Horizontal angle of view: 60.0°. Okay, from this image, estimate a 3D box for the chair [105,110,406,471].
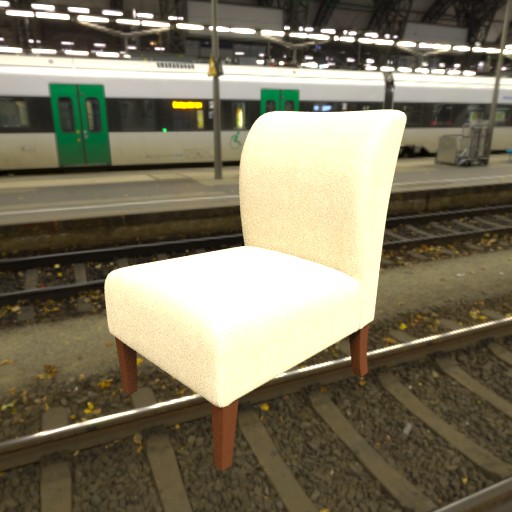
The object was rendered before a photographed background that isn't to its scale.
[{"bbox_3d":[0.000,0.000,1.326,0.754,0.833,0.521,-16,24,-42],"label":"chair"}]
